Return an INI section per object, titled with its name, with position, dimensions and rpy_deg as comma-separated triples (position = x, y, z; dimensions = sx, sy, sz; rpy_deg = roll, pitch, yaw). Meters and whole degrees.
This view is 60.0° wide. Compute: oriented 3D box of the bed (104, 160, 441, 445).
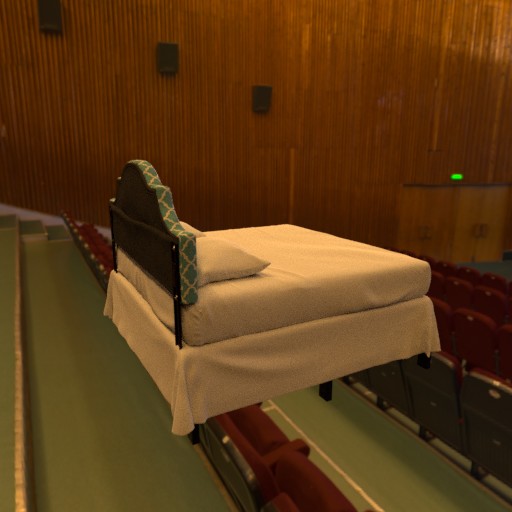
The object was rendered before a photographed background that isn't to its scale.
[bed]
position = 0.000, 0.000, 3.725
dimensions = 2.222, 1.601, 2.314
rpy_deg = -7, 15, -27
